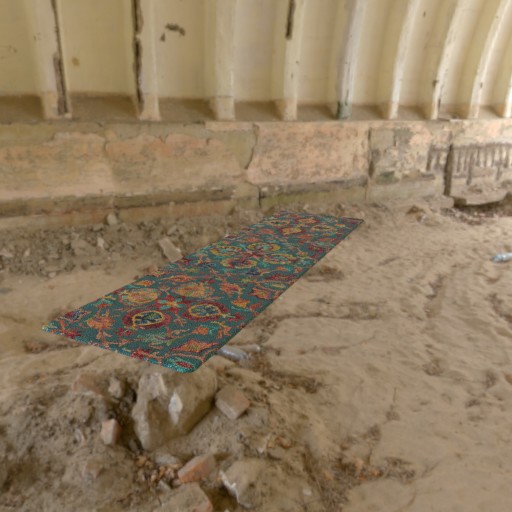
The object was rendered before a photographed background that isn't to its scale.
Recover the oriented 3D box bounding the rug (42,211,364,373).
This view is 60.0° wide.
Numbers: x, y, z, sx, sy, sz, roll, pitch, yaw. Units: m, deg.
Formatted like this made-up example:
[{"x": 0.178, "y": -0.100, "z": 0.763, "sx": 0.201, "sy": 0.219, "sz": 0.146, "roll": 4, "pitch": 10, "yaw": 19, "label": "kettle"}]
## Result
[{"x": 0.000, "y": 0.000, "z": 2.490, "sx": 0.686, "sy": 0.013, "sz": 2.286, "roll": 9, "pitch": 20, "yaw": 25, "label": "rug"}]
